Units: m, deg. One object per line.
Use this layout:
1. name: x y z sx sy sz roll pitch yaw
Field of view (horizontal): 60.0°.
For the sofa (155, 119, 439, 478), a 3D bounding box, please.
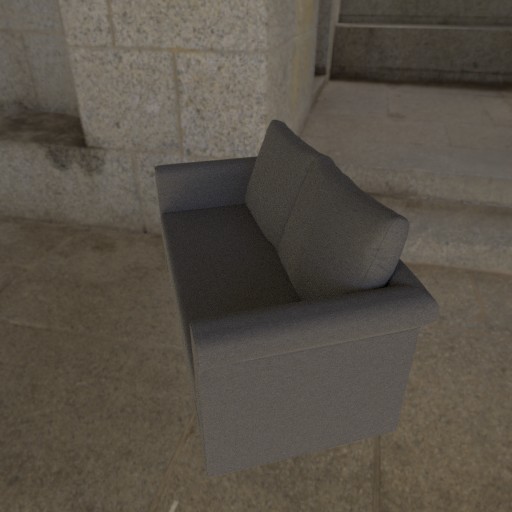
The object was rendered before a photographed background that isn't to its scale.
1. sofa: 0.000 0.000 1.933 0.741 0.872 1.460 -8 32 -13
